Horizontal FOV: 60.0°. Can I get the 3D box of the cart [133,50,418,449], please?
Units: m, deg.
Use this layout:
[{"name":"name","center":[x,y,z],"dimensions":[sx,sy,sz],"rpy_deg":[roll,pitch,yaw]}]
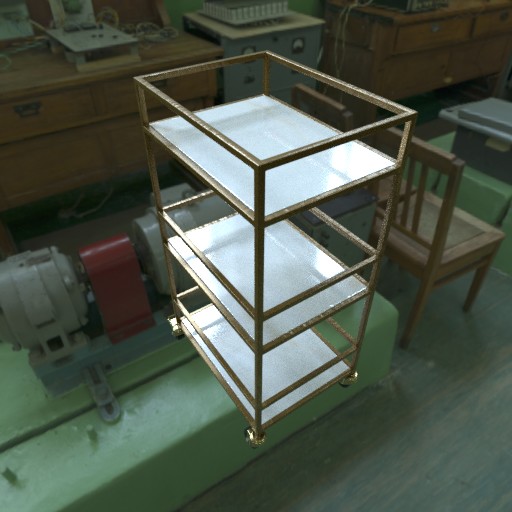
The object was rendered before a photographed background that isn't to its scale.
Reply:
[{"name":"cart","center":[0.000,0.000,1.016],"dimensions":[0.332,0.761,0.483],"rpy_deg":[-24,46,-26]}]
